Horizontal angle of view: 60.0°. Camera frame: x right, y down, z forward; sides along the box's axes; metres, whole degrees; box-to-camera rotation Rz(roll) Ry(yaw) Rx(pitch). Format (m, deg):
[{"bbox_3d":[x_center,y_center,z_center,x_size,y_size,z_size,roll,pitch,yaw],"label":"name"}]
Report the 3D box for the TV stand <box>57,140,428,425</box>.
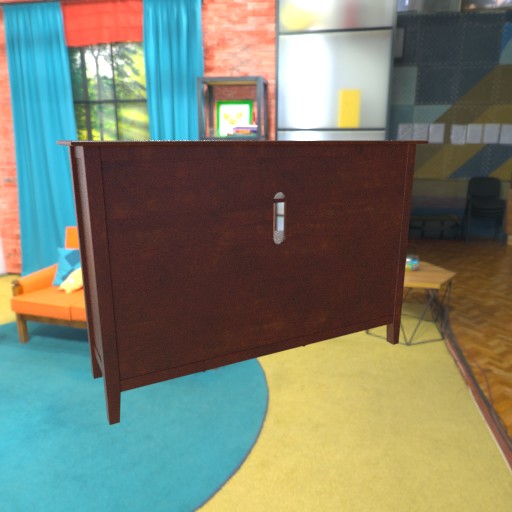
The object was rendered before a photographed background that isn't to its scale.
[{"bbox_3d":[0.000,0.000,1.814,1.372,0.915,0.445,-8,16,-27],"label":"TV stand"}]
